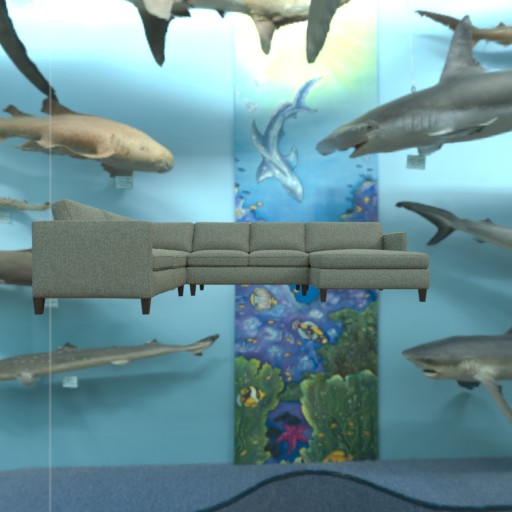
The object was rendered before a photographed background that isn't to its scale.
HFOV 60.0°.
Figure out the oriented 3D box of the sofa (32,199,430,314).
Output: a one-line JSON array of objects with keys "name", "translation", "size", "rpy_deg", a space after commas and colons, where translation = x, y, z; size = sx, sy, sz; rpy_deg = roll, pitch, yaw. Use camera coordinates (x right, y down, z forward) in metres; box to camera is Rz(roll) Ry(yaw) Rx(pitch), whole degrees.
[{"name": "sofa", "translation": [0.000, 0.000, 4.555], "size": [3.403, 0.889, 2.551], "rpy_deg": [0, 0, 0]}]
